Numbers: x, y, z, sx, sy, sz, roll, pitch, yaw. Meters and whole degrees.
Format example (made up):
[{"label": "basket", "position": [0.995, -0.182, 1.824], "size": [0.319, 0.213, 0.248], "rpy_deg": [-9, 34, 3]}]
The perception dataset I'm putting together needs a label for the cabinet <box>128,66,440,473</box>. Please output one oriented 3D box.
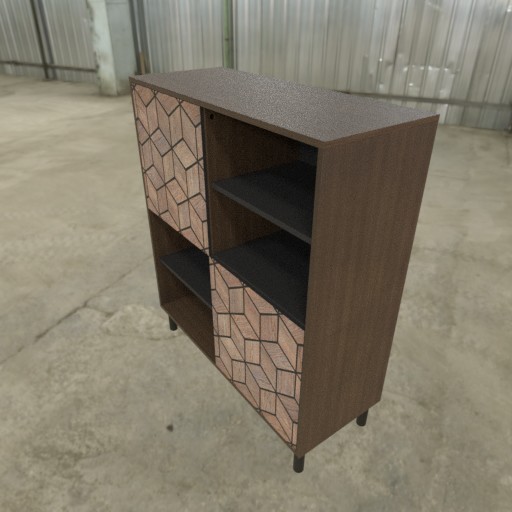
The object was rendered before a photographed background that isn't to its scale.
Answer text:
[{"label": "cabinet", "position": [0.000, 0.000, 1.656], "size": [0.400, 1.170, 1.010], "rpy_deg": [-21, 37, -31]}]
